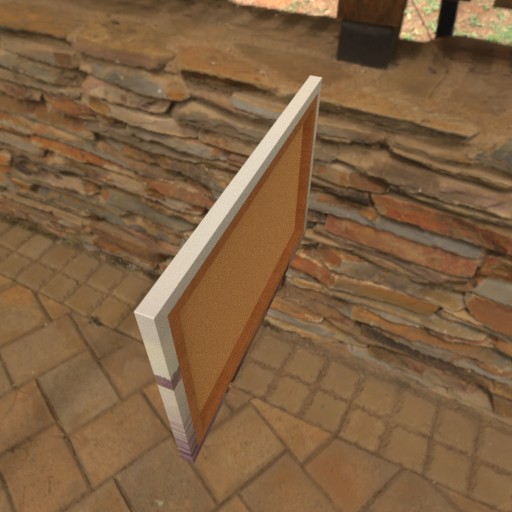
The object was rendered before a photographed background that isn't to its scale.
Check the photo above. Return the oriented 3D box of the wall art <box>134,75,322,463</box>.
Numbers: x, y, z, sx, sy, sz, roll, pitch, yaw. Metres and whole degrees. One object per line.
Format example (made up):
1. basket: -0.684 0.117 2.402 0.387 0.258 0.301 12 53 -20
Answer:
1. wall art: 0.000 0.000 1.193 0.037 0.609 0.916 16 48 15
